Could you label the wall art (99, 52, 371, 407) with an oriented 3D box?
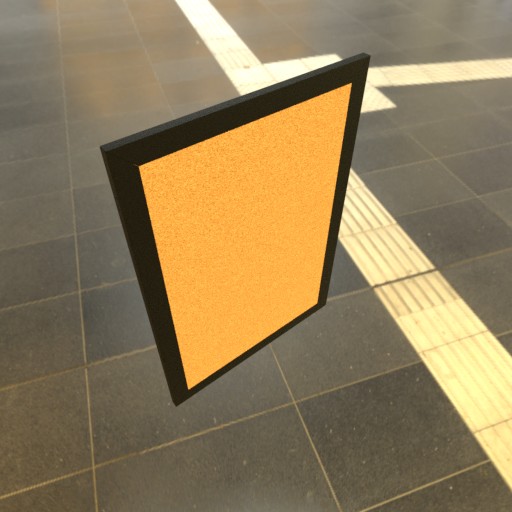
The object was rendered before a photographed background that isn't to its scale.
[{"bbox_3d":[0.000,0.000,0.603,0.326,0.459,0.011,-29,52,-26],"label":"wall art"}]
